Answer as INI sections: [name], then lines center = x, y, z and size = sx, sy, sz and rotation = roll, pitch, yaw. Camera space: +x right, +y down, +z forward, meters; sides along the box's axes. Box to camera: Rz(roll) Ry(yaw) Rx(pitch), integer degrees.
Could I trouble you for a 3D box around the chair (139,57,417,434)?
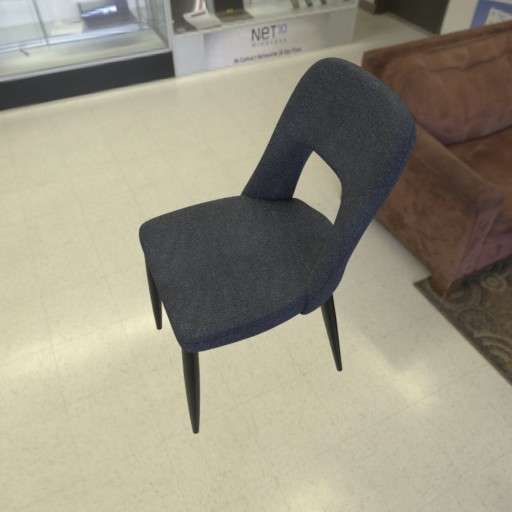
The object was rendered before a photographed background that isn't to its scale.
[chair]
center = 0.000, 0.000, 1.247
size = 0.612, 0.931, 0.470
rotation = -18, 49, -16
